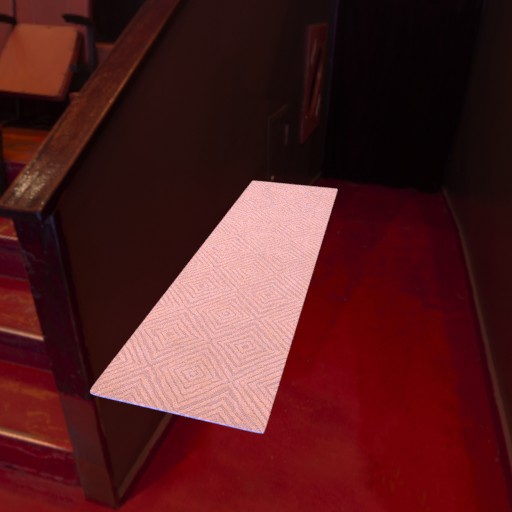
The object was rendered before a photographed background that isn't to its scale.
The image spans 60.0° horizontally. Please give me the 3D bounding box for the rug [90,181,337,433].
[{"bbox_3d":[0.000,0.000,2.521,0.676,0.008,2.277,8,31,13],"label":"rug"}]
